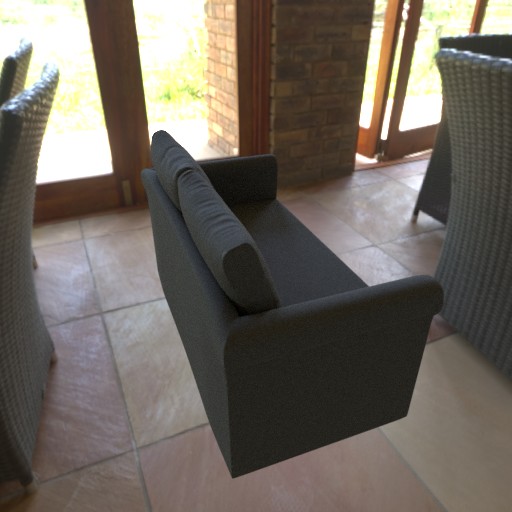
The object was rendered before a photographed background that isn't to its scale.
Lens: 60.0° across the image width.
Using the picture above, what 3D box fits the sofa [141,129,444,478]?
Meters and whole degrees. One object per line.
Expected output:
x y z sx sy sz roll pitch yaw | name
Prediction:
0.000 0.000 1.949 0.741 0.872 1.460 -11 33 -18 | sofa
